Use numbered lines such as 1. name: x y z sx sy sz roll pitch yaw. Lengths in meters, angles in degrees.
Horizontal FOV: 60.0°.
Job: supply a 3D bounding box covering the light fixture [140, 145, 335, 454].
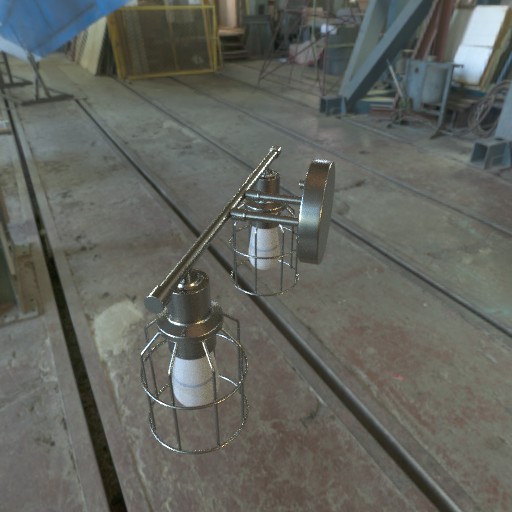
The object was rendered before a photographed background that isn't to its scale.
1. light fixture: 0.000 0.000 0.549 0.165 0.254 0.406 8 32 14
